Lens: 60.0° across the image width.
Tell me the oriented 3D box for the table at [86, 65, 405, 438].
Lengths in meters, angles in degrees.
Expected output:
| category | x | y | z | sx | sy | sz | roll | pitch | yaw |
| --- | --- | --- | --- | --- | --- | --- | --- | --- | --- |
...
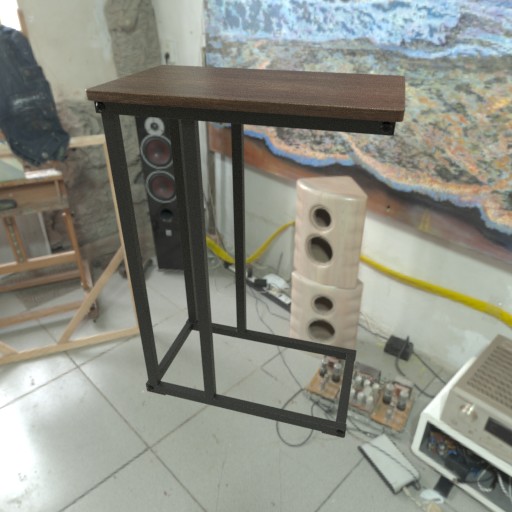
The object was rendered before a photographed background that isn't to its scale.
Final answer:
| category | x | y | z | sx | sy | sz | roll | pitch | yaw |
| --- | --- | --- | --- | --- | --- | --- | --- | --- | --- |
| table | 0.000 | 0.000 | 0.860 | 0.450 | 0.637 | 0.254 | 9 | 32 | 14 |
